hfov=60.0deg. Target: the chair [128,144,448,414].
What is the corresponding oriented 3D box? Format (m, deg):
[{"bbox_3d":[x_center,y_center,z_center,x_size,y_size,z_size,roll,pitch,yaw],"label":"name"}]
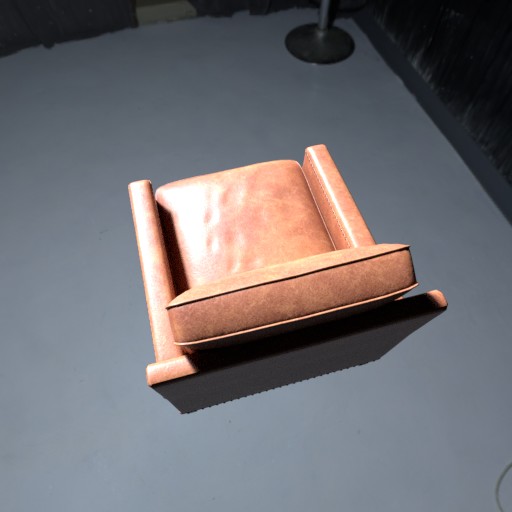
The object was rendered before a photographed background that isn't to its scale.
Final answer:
[{"bbox_3d":[0.000,0.000,1.711,0.853,0.943,1.014,-13,59,-8],"label":"chair"}]
